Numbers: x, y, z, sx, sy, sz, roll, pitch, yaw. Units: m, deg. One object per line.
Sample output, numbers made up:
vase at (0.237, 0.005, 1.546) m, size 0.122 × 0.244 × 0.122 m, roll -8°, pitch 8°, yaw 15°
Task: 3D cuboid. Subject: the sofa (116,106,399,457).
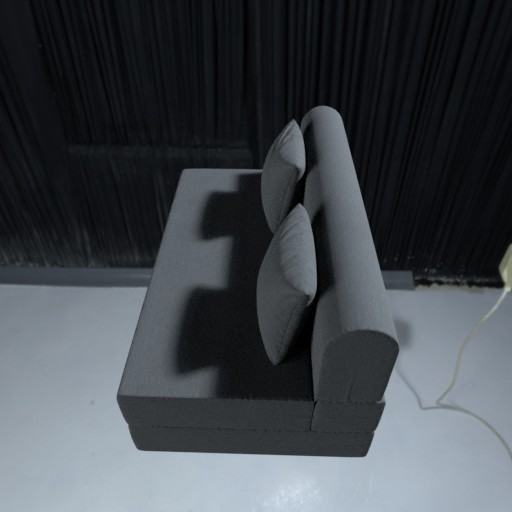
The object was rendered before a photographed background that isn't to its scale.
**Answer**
sofa at (0.000, 0.000, 1.692) m, size 0.762 × 0.670 × 1.225 m, roll 1°, pitch 42°, yaw 1°
